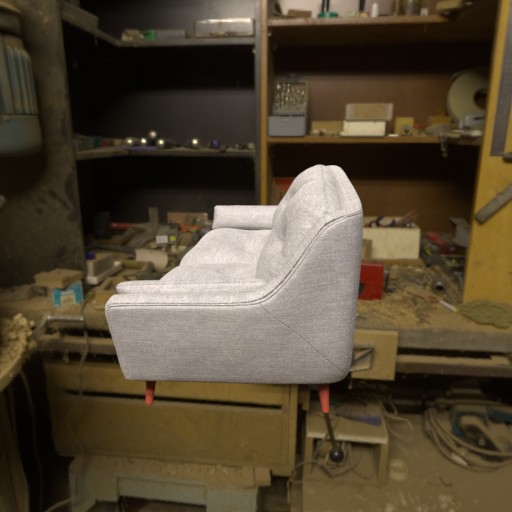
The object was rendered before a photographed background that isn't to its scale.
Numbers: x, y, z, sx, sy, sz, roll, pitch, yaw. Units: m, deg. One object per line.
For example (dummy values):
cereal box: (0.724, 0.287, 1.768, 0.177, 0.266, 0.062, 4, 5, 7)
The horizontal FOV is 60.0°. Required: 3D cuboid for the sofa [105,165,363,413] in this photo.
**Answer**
sofa: (0.000, 0.000, 2.463, 0.976, 0.897, 1.930, 2, 17, 7)
